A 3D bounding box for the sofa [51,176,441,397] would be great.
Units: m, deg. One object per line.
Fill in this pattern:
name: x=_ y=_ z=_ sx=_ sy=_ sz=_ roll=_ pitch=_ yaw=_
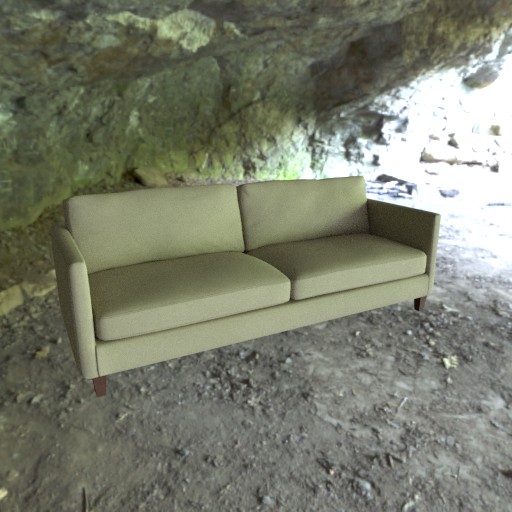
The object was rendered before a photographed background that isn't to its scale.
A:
sofa: x=0.000 y=0.000 z=2.947 sx=2.404 sy=0.912 sz=0.988 roll=-9 pitch=19 yaw=-27
